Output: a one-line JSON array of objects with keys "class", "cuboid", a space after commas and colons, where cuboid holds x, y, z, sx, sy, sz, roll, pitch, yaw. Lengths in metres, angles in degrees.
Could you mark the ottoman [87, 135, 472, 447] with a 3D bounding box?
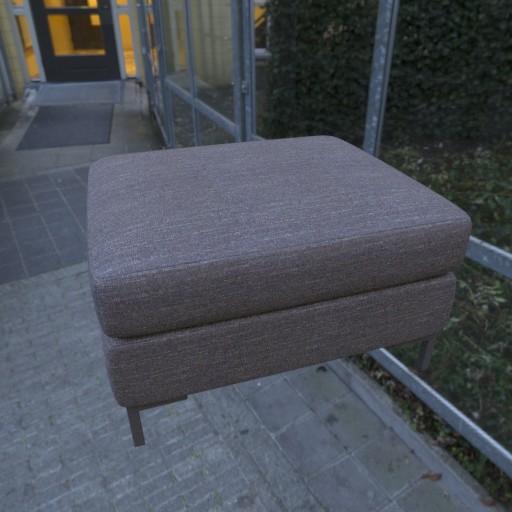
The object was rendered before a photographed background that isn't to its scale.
[{"class": "ottoman", "cuboid": [0.000, 0.000, 1.202, 0.820, 0.490, 0.671, -9, 32, -15]}]
